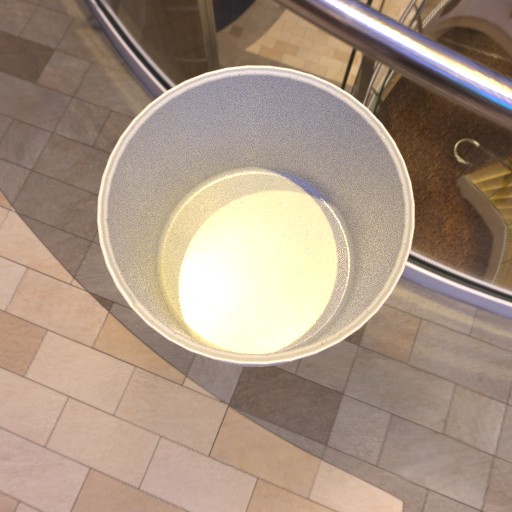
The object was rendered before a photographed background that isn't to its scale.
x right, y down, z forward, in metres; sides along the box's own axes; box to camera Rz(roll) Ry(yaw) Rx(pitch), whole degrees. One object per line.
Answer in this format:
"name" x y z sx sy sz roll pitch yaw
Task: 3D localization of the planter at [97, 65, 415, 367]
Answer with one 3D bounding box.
"planter" 0.000 0.000 0.267 0.130 0.178 0.130 0 75 0
